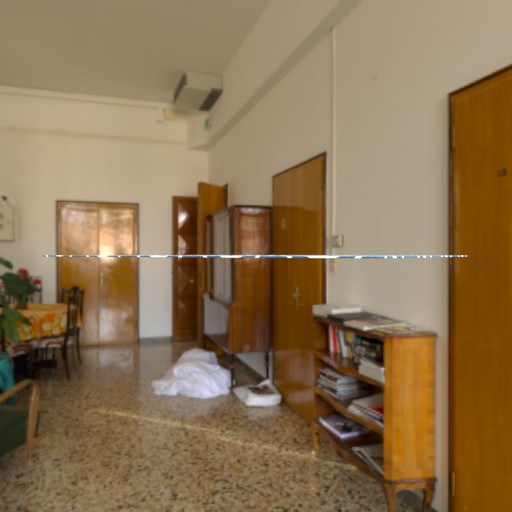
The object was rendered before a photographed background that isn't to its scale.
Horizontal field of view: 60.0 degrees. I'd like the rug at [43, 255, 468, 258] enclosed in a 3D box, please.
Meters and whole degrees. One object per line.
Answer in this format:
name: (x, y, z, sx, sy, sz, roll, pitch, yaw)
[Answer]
rug: (0.000, 0.000, 4.307, 3.353, 0.010, 2.438, 0, 0, 36)
